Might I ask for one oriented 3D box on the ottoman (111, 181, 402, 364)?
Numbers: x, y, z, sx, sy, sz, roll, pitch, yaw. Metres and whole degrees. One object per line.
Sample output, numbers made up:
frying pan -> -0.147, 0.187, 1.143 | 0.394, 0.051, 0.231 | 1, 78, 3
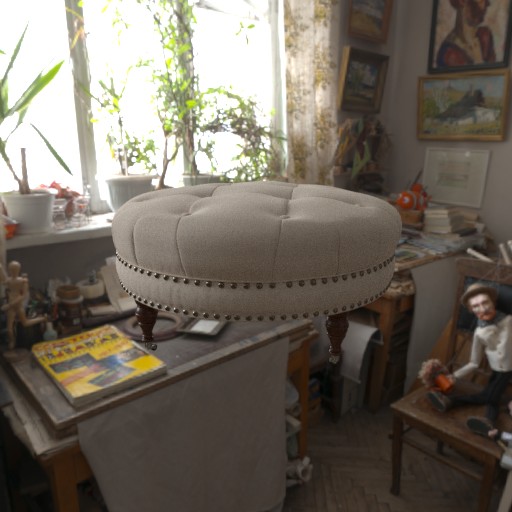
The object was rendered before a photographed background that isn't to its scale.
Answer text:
ottoman -> 0.000, 0.000, 1.524 | 0.940, 0.483, 0.940 | 0, 15, 0
